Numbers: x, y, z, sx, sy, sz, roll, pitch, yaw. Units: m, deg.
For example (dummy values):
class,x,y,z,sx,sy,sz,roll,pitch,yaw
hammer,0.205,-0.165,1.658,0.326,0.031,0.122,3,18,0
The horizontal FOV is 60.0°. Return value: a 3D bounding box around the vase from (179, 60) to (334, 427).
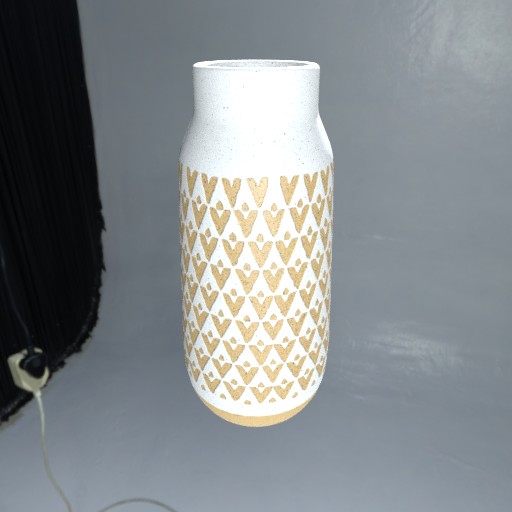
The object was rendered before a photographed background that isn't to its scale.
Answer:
class,x,y,z,sx,sy,sz,roll,pitch,yaw
vase,0.000,0.000,0.385,0.137,0.307,0.137,0,27,0
